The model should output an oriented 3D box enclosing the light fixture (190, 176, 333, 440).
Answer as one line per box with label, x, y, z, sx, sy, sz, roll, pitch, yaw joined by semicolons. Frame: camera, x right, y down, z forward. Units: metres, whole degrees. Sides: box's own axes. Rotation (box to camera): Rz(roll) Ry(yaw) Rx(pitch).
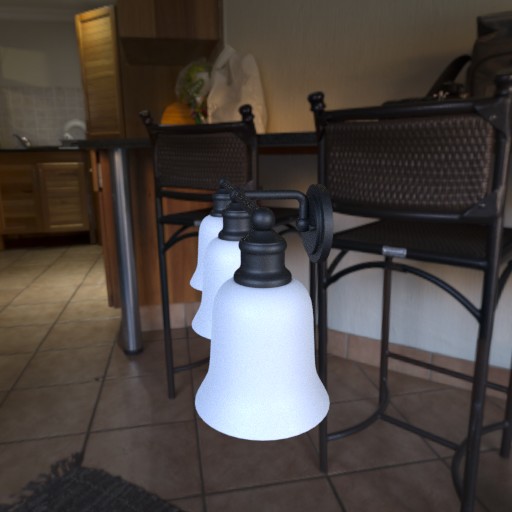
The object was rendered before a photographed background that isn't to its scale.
light fixture;0.000;0.000;0.665;0.198;0.211;0.570;-2;14;-9
